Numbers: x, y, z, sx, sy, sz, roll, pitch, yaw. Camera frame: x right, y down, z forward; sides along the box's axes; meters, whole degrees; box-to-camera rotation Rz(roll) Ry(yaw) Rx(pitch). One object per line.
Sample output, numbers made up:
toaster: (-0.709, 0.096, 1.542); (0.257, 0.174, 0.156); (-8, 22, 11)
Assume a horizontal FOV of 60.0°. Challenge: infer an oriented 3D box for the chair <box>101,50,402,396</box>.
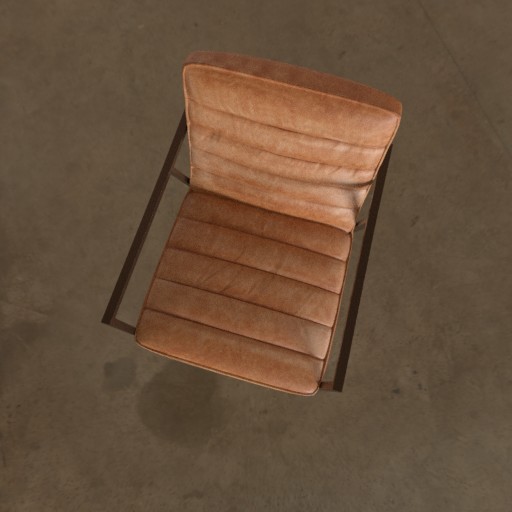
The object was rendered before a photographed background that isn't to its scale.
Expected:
chair: (0.000, 0.000, 1.266); (0.571, 0.832, 0.677); (15, 75, 4)
